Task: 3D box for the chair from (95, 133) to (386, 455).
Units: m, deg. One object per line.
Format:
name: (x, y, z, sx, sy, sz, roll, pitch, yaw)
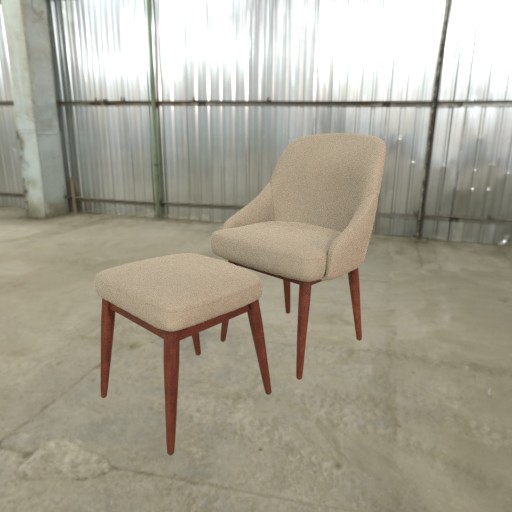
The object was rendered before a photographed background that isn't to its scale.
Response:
chair: (0.000, 0.000, 1.646, 0.584, 0.866, 1.114, 16, 23, 42)
